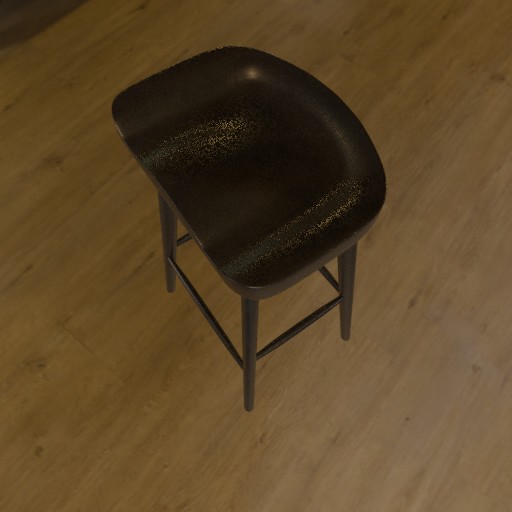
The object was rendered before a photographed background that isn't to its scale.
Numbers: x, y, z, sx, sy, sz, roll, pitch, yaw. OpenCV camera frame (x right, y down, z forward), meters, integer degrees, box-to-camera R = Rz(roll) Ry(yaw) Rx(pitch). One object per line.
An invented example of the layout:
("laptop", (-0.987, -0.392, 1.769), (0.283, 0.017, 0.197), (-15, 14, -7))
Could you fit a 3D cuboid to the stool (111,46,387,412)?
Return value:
("stool", (0.000, 0.000, 0.969), (0.361, 0.749, 0.440), (-32, 68, -15))
